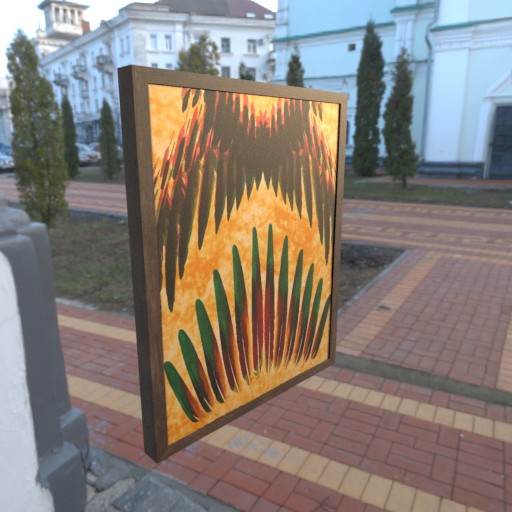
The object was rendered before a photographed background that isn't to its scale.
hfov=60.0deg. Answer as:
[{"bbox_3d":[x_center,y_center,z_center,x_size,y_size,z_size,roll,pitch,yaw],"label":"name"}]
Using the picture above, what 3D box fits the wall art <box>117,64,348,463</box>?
[{"bbox_3d":[0.000,0.000,0.556,0.329,0.406,0.027,-13,19,-43],"label":"wall art"}]
